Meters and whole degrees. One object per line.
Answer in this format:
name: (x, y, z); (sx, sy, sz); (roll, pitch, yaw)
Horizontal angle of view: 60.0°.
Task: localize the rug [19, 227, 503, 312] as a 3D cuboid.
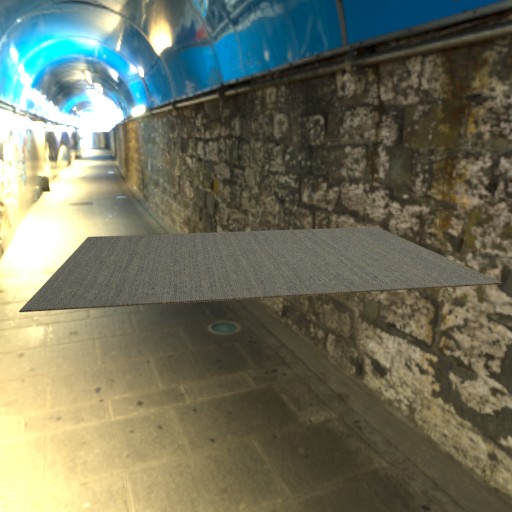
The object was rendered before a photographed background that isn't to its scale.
rug: (0.000, 0.000, 2.125); (1.752, 0.006, 1.142); (-2, 15, -9)
